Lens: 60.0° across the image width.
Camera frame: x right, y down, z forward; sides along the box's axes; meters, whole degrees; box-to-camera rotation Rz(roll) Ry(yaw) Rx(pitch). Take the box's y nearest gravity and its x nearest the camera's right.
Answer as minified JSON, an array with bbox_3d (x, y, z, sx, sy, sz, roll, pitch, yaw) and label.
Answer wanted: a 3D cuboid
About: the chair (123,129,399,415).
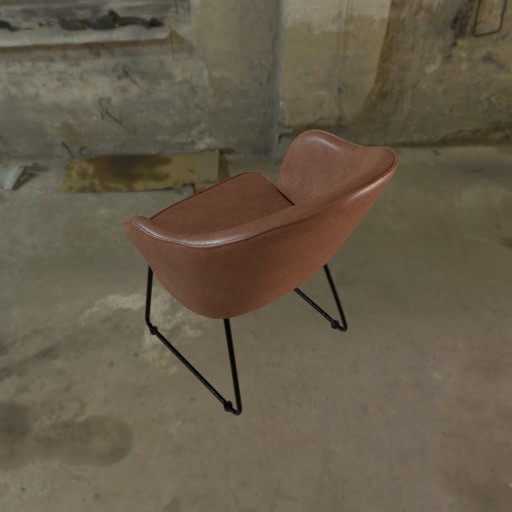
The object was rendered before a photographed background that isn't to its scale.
[{"bbox_3d":[0.000,0.000,1.187,0.582,0.785,0.580,-32,53,-27],"label":"chair"}]
